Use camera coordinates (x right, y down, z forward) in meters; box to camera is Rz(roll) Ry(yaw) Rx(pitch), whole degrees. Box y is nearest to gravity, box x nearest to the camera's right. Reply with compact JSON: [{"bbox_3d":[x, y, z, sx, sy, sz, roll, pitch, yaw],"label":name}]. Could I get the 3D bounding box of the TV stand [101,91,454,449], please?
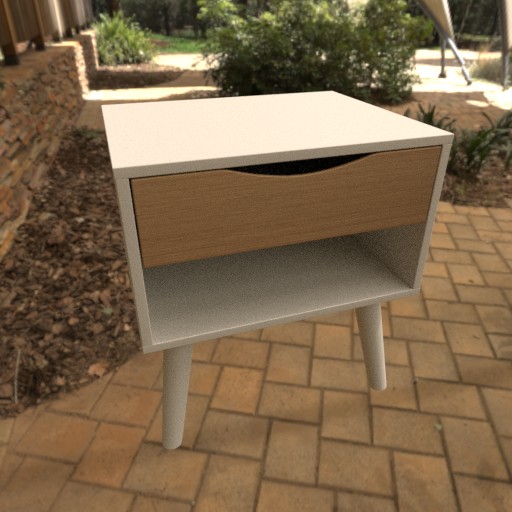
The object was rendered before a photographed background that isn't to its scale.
[{"bbox_3d":[0.000,0.000,0.917,0.508,0.559,0.405,-10,31,-16],"label":"TV stand"}]
